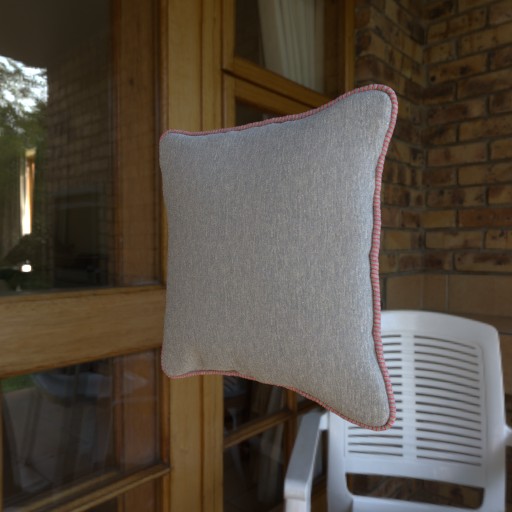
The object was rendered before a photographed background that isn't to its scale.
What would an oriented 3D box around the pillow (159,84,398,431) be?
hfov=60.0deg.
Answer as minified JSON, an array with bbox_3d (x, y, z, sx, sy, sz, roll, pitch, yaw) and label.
[{"bbox_3d":[0.000,0.000,0.753,0.482,0.491,0.124,1,2,37],"label":"pillow"}]
